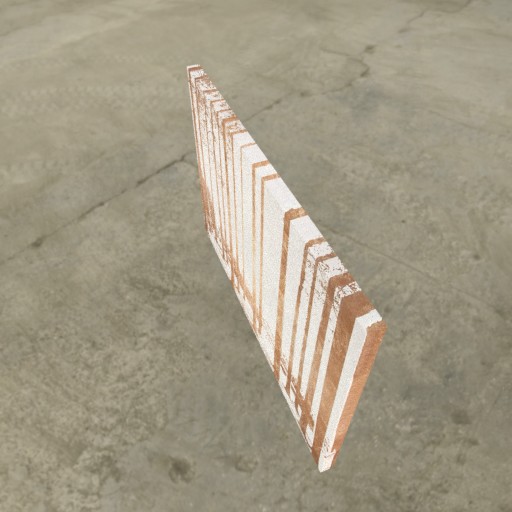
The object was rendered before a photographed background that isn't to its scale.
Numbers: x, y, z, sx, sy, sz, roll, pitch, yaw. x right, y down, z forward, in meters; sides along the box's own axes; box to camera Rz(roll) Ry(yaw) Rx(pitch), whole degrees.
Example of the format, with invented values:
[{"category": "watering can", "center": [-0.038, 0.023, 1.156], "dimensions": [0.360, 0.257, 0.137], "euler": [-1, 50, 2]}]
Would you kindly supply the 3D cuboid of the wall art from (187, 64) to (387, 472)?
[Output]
[{"category": "wall art", "center": [0.000, 0.000, 1.138], "dimensions": [0.035, 0.609, 0.914], "euler": [-17, 49, -15]}]
